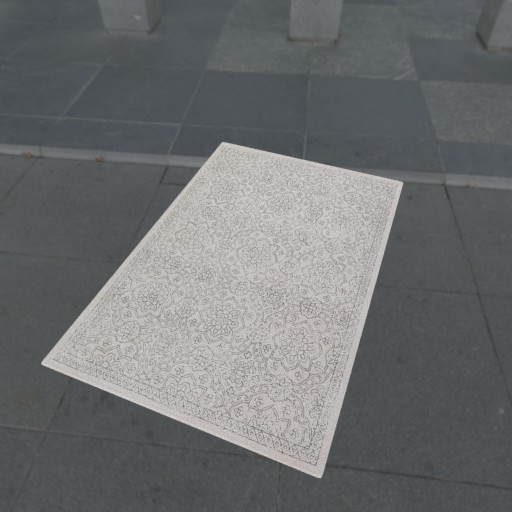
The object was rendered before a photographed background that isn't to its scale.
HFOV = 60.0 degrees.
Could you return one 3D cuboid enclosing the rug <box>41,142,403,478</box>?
[{"bbox_3d":[0.000,0.000,2.860,1.524,0.011,2.286,16,49,15],"label":"rug"}]
